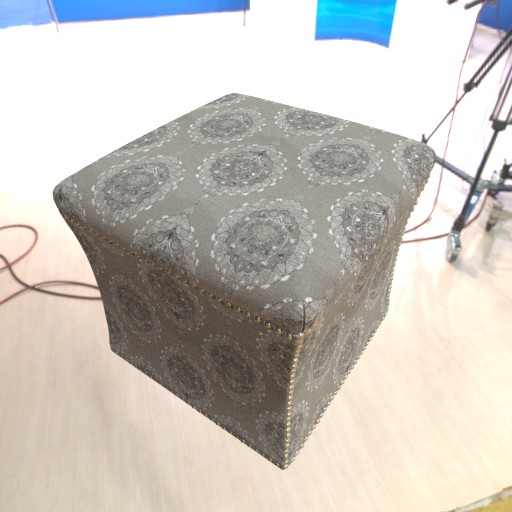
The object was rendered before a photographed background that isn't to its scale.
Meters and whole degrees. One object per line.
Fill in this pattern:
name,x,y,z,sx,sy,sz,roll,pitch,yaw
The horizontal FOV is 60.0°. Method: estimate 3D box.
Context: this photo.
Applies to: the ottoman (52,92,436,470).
ottoman,0.000,0.000,0.892,0.497,0.473,0.507,25,47,26
